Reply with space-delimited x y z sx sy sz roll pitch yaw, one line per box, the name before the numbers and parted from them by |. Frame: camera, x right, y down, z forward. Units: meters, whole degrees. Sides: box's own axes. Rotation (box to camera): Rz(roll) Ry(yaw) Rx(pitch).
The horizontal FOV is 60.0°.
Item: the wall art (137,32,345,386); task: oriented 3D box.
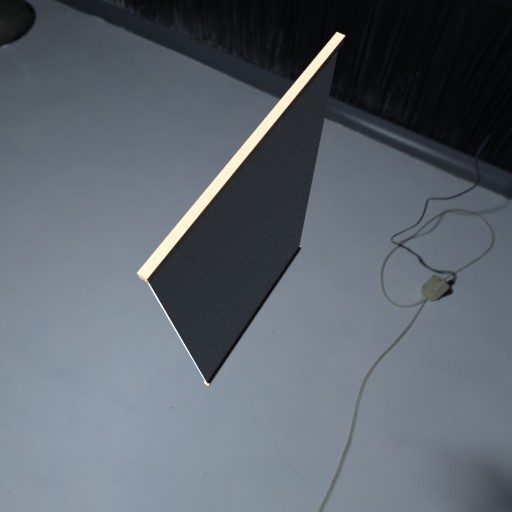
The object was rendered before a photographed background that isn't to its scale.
wall art | 0.000 0.000 1.909 0.030 1.519 0.990 30 68 14
